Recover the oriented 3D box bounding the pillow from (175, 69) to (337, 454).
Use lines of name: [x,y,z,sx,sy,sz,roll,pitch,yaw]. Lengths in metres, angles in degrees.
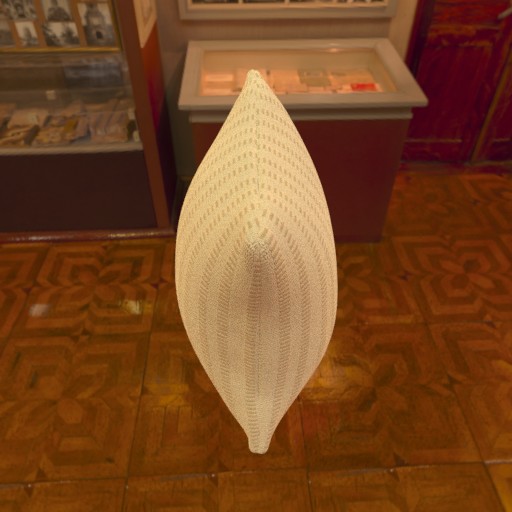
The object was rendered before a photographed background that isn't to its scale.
pillow: [0.000,0.000,0.685,0.247,0.419,0.438,0,42,0]
